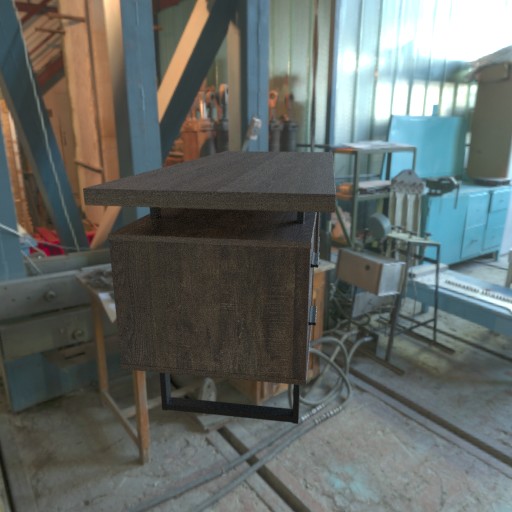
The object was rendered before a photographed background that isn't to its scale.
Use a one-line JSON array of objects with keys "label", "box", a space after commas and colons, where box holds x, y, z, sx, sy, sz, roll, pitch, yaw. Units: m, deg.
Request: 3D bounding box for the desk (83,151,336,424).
[{"label": "desk", "box": [0.000, 0.000, 1.850, 0.600, 0.760, 1.524, 3, 17, 9]}]
